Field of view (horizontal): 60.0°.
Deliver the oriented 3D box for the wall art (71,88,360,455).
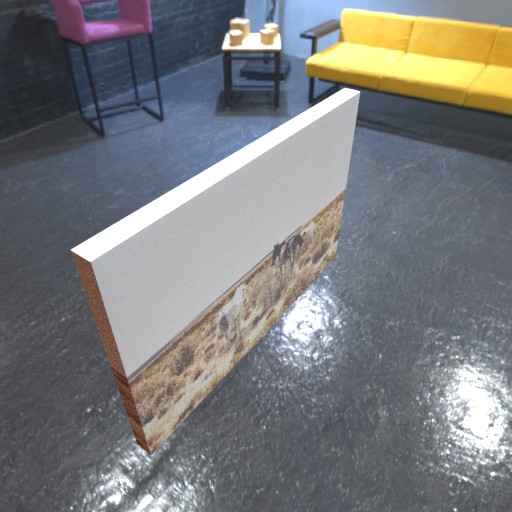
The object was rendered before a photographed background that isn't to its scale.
[{"bbox_3d":[0.000,0.000,1.162,0.050,0.610,0.914,25,46,27],"label":"wall art"}]
